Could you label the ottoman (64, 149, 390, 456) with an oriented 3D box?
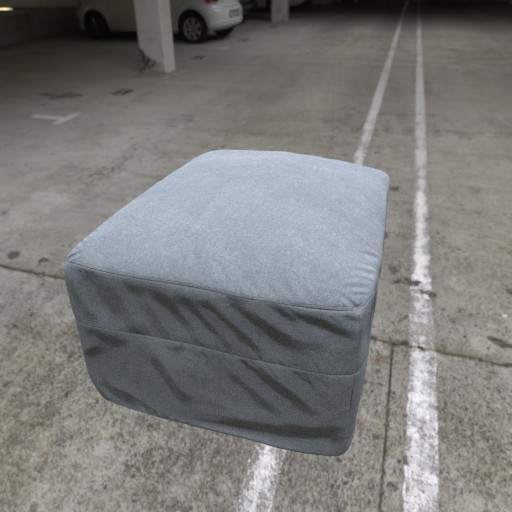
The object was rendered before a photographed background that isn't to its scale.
[{"bbox_3d":[0.000,0.000,1.262,0.683,0.481,0.837,8,31,15],"label":"ottoman"}]
